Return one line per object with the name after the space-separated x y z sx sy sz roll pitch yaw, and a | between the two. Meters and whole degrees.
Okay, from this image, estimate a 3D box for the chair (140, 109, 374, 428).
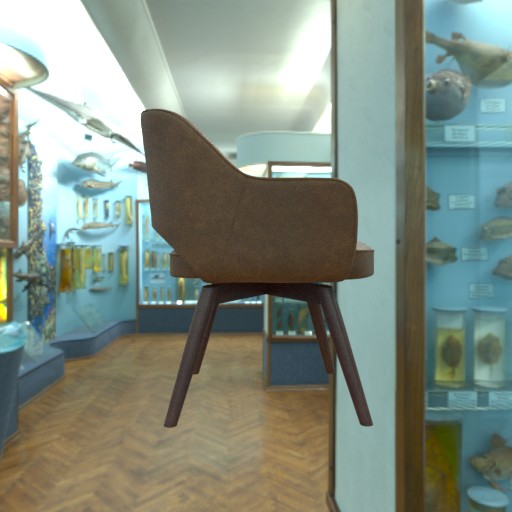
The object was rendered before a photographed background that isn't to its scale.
0.000 0.000 1.246 0.640 0.777 0.591 0 0 -1 | chair
